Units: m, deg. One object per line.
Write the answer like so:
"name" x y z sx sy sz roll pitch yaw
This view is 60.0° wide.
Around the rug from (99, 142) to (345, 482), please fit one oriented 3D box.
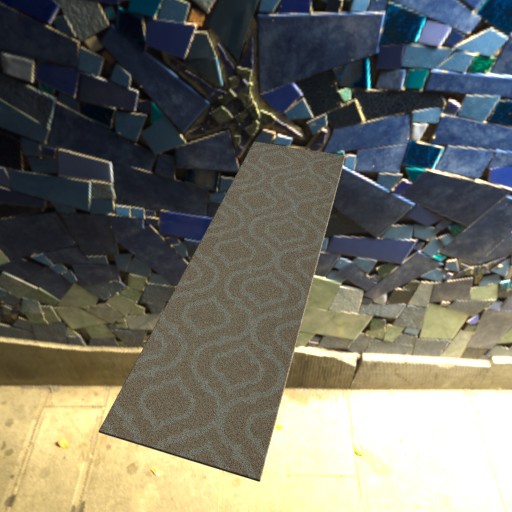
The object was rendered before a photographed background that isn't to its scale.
"rug" 0.000 0.000 2.516 0.691 0.013 2.289 12 47 11
